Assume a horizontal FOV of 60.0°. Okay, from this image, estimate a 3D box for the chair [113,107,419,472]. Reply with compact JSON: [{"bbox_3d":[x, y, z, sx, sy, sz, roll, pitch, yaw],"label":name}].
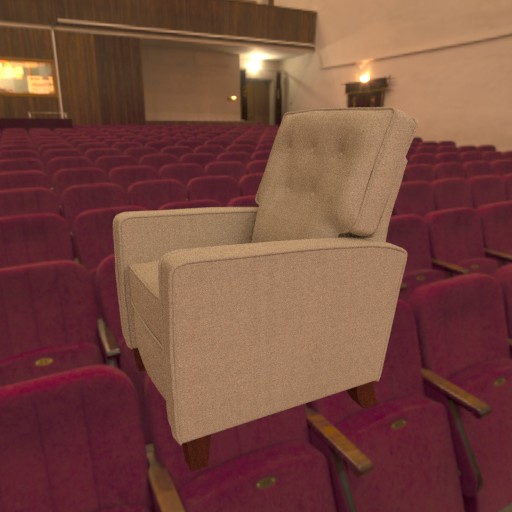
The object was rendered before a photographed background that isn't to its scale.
[{"bbox_3d":[0.000,0.000,1.385,0.754,0.888,0.648,-8,18,-26],"label":"chair"}]
